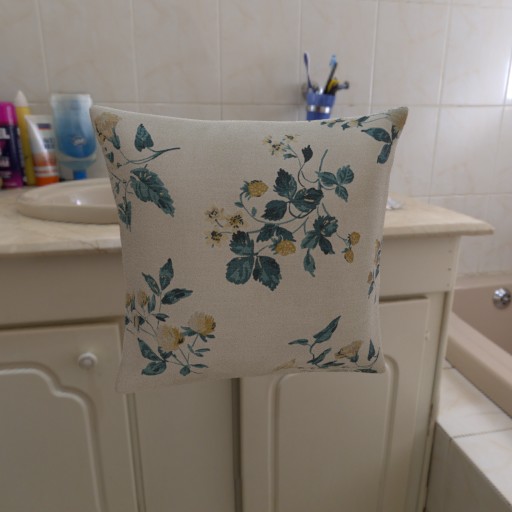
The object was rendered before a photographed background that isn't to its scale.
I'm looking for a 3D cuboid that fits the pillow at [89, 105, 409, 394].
[{"bbox_3d":[0.000,0.000,0.788,0.526,0.507,0.166,-2,17,-8],"label":"pillow"}]
